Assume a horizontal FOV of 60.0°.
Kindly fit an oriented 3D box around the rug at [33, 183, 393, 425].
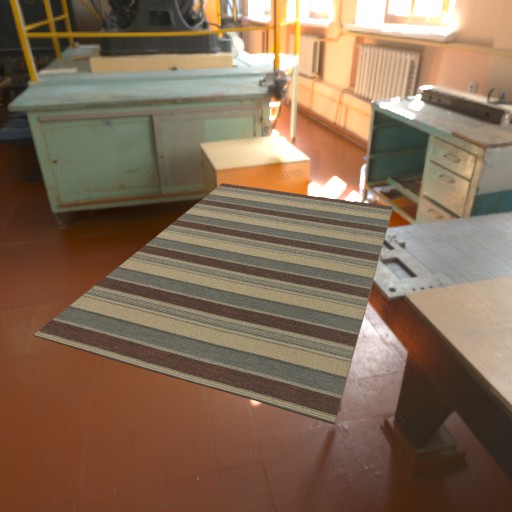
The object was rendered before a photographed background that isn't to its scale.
[{"bbox_3d":[0.000,0.000,2.322,1.219,0.008,1.829,11,31,18],"label":"rug"}]
